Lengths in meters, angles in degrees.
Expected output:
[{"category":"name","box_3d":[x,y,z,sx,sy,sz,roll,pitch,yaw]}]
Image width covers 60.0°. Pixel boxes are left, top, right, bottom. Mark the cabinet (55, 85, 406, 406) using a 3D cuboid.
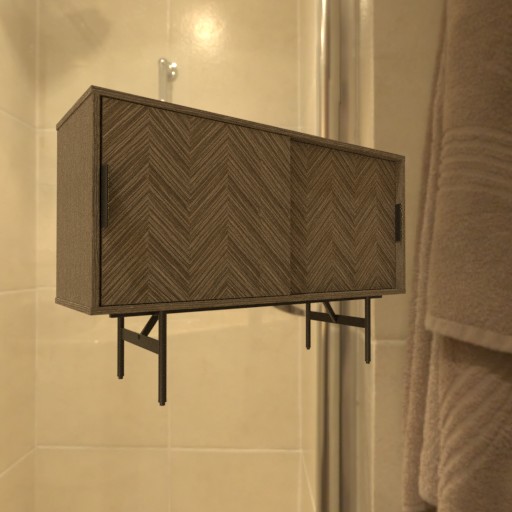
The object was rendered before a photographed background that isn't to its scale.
[{"category":"cabinet","box_3d":[0.000,0.000,1.516,1.194,0.787,0.405,1,-1,-36]}]
